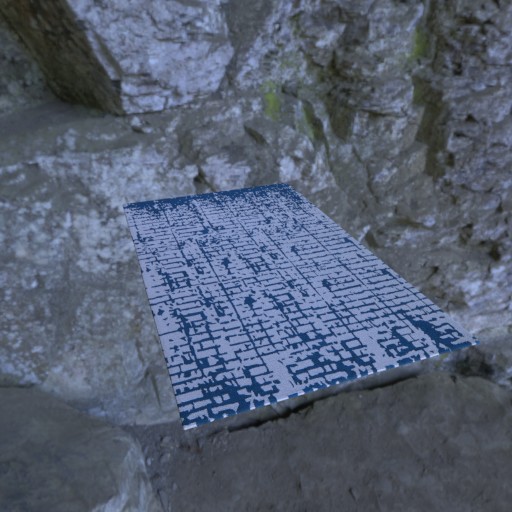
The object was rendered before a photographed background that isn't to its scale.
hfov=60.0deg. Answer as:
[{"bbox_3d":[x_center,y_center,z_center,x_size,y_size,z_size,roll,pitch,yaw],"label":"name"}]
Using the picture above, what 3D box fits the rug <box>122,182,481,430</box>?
[{"bbox_3d":[0.000,0.000,2.994,1.517,0.011,2.435,-10,31,-17],"label":"rug"}]
